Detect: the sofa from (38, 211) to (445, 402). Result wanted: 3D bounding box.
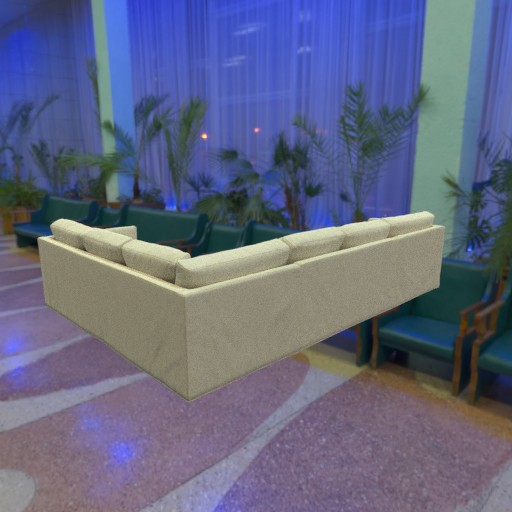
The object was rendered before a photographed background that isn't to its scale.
[{"bbox_3d":[0.000,0.000,4.579,3.464,0.882,2.448,-13,18,-43],"label":"sofa"}]
